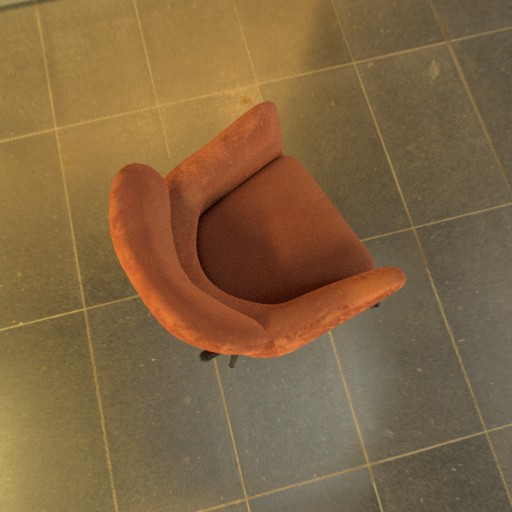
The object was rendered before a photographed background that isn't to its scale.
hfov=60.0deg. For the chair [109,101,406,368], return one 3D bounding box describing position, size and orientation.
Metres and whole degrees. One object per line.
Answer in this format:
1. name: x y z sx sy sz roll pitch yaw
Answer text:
1. chair: 0.000 0.000 1.153 0.523 0.772 0.561 -33 78 -8
